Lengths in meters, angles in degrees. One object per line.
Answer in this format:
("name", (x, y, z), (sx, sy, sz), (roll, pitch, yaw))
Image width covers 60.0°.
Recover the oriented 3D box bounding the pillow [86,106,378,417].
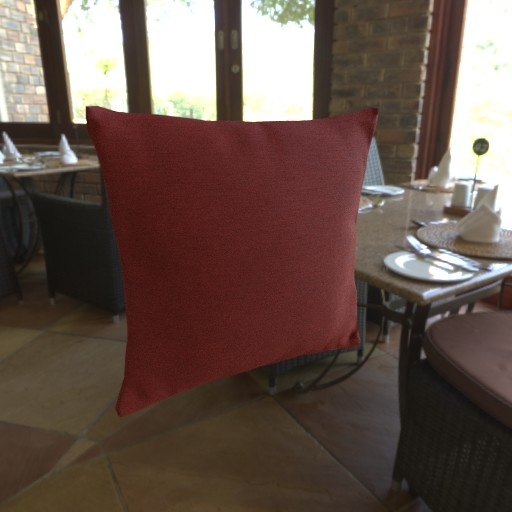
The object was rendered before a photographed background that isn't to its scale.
("pillow", (0.000, 0.000, 0.649), (0.435, 0.416, 0.151), (-9, 20, -26))
